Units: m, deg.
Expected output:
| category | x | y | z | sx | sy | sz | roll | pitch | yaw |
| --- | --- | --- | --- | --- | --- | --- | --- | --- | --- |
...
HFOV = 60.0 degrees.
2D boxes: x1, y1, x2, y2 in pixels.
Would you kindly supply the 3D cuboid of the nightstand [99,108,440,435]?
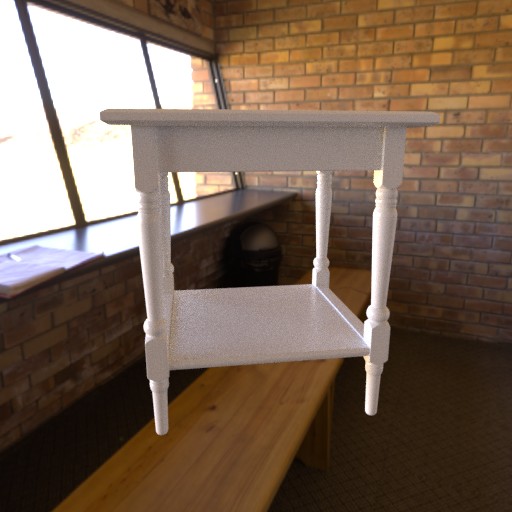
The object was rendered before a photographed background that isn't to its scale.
| category | x | y | z | sx | sy | sz | roll | pitch | yaw |
| --- | --- | --- | --- | --- | --- | --- | --- | --- | --- |
| nightstand | 0.000 | 0.000 | 0.931 | 0.505 | 0.555 | 0.459 | -2 | 14 | -8 |
